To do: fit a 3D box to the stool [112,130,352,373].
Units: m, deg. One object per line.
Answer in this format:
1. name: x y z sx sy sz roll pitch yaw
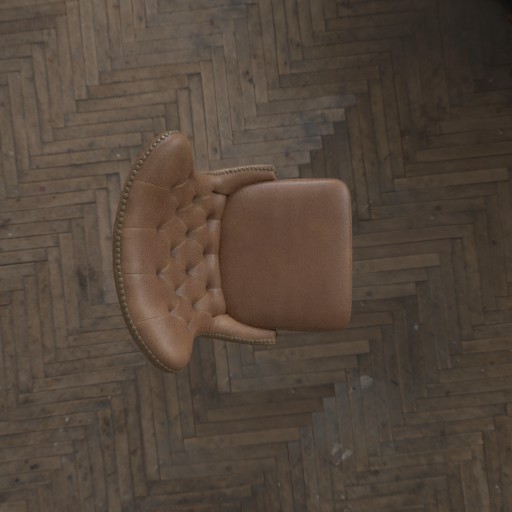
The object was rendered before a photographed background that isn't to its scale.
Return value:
1. stool: 0.000 0.000 1.428 0.601 1.050 0.528 0 89 0
